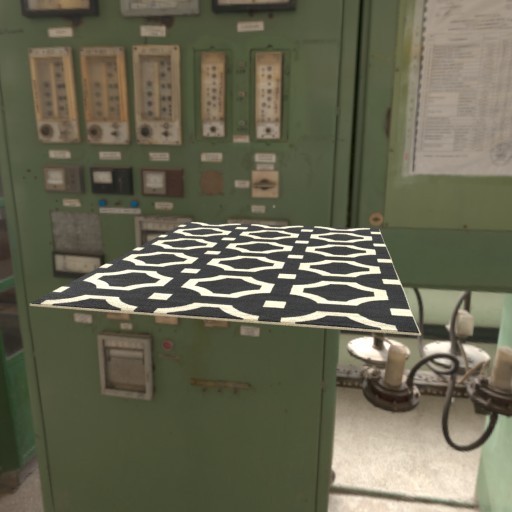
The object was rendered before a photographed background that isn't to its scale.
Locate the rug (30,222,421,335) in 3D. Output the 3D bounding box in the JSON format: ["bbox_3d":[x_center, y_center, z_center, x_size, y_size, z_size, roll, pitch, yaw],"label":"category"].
[{"bbox_3d":[0.000,0.000,4.145,2.466,0.021,3.049,3,15,11],"label":"rug"}]
